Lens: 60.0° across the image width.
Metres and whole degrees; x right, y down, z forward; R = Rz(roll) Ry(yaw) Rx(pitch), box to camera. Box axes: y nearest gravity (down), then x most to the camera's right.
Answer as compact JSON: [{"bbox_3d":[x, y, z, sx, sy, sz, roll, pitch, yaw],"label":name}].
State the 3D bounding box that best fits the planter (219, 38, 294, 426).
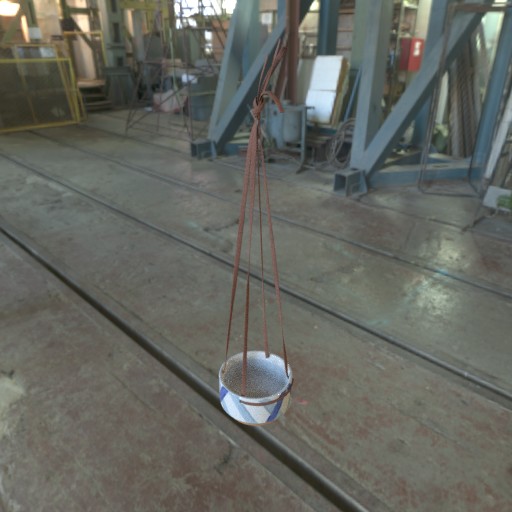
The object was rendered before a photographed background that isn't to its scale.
[{"bbox_3d":[0.000,0.000,0.853,0.166,0.751,0.166,0,26,0],"label":"planter"}]
